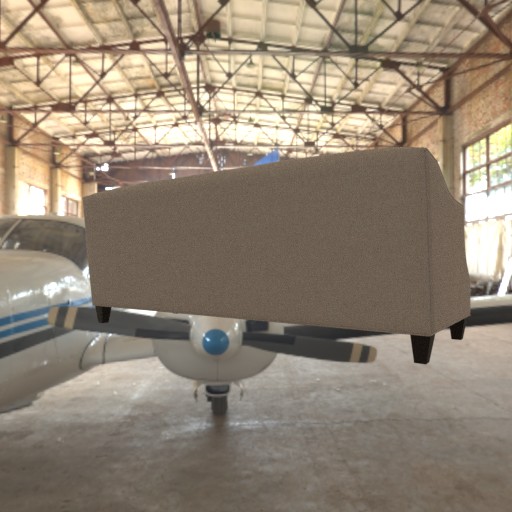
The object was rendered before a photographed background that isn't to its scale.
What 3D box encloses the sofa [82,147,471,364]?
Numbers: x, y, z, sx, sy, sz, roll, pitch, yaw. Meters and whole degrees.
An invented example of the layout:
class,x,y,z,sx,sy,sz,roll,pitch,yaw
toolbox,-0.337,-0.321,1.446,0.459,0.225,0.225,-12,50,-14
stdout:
class,x,y,z,sx,sy,sz,roll,pitch,yaw
sofa,0.000,0.000,2.691,2.235,0.901,0.914,-1,-1,35
